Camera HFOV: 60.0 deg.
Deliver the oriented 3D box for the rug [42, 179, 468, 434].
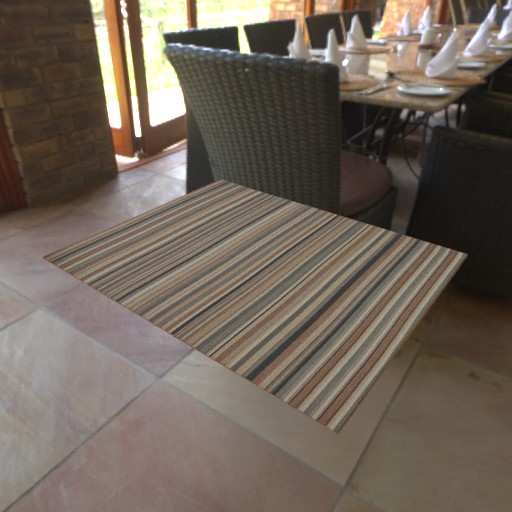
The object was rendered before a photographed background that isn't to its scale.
[{"bbox_3d":[0.000,0.000,4.045,3.045,0.011,2.436,22,37,32],"label":"rug"}]
